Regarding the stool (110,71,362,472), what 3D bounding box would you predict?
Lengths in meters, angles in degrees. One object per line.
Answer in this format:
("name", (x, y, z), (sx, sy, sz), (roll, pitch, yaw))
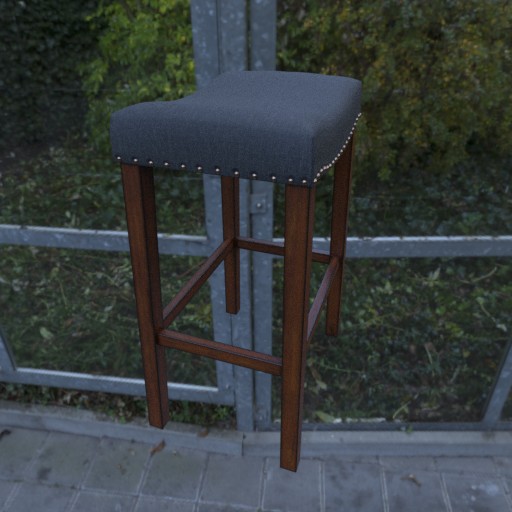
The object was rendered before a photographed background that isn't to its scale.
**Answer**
("stool", (0.000, 0.000, 1.031), (0.366, 0.748, 0.502), (10, 32, 17))
